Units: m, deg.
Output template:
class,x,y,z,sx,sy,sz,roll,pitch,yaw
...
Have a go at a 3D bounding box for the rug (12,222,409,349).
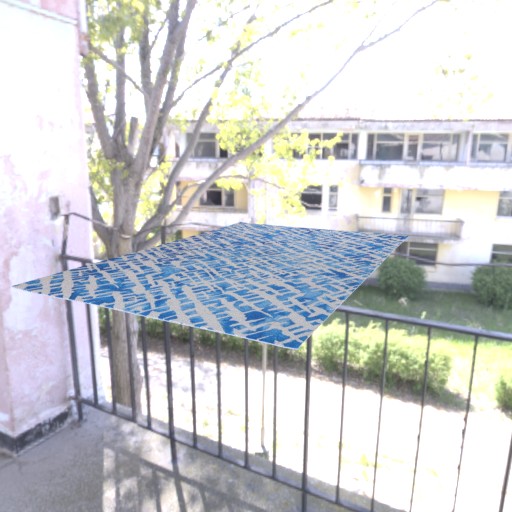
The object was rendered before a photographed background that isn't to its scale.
class,x,y,z,sx,sy,sz,roll,pitch,yaw
rug,0.000,0.000,2.260,1.209,0.011,1.830,7,15,27
